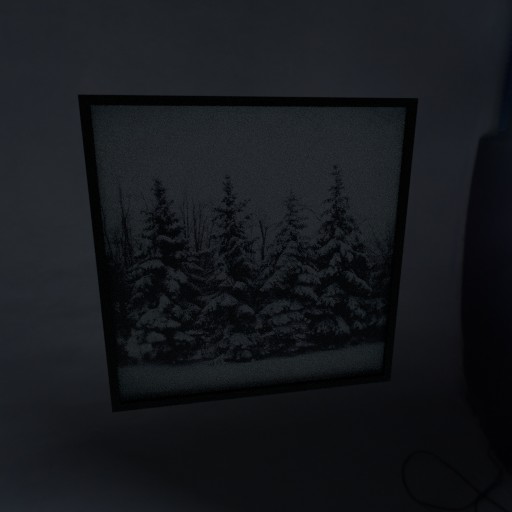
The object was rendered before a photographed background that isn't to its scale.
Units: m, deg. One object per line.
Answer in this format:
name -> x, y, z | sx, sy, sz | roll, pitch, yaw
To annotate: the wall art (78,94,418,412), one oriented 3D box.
wall art -> 0.000, 0.000, 0.453 | 0.305, 0.305, 0.037 | -3, 17, -10
